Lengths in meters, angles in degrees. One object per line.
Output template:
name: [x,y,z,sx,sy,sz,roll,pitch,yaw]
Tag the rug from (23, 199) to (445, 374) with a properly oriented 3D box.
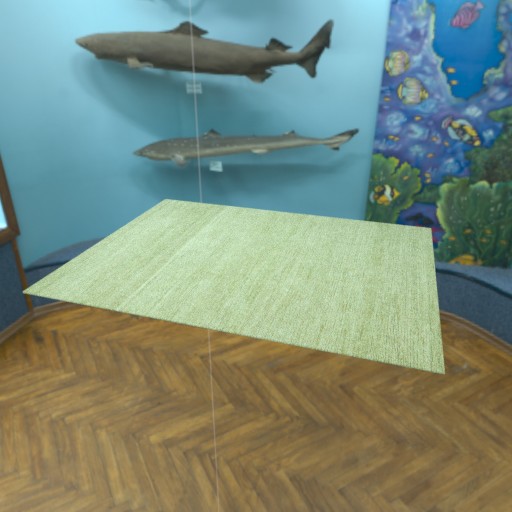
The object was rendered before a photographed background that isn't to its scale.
rug: [0.000,0.000,4.184,3.198,0.016,2.425,8,27,16]
